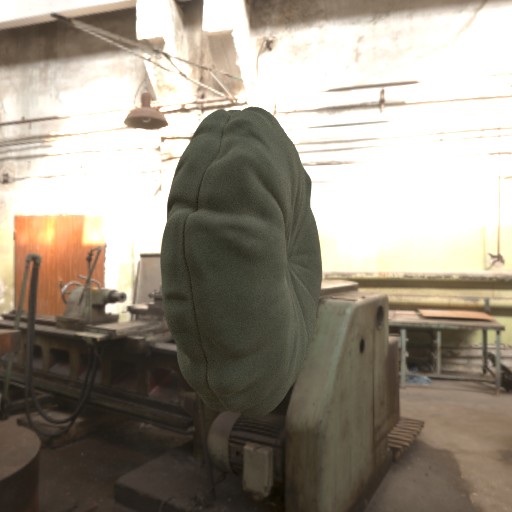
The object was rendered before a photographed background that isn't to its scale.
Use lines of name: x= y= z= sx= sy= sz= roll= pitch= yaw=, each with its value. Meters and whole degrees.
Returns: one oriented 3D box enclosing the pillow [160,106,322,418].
pillow: x=0.000 y=0.000 z=0.638 sx=0.148 sy=0.407 sz=0.428 roll=0 pitch=-1 yaw=18
